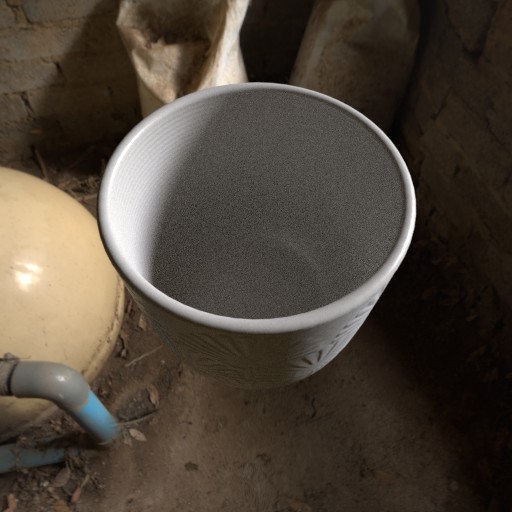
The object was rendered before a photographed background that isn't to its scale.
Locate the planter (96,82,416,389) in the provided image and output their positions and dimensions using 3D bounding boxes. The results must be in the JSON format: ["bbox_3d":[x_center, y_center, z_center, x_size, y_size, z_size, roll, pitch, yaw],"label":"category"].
[{"bbox_3d":[0.000,0.000,0.220,0.124,0.109,0.124,0,59,0],"label":"planter"}]
